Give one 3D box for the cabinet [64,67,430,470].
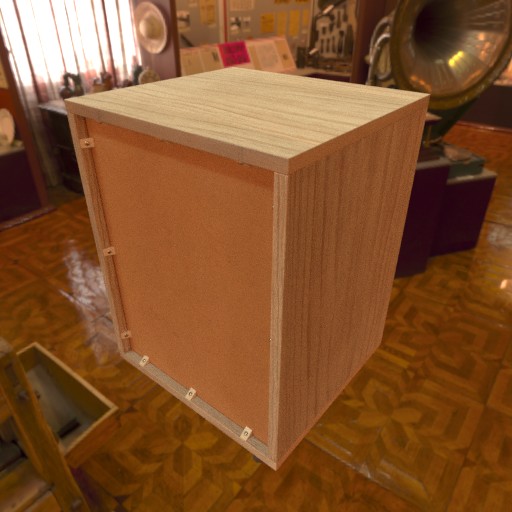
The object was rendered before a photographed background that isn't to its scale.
[{"bbox_3d":[0.000,0.000,0.832,0.409,0.579,0.401,23,39,32],"label":"cabinet"}]
